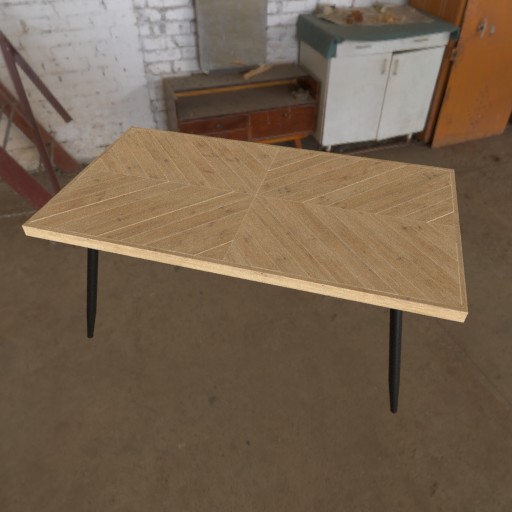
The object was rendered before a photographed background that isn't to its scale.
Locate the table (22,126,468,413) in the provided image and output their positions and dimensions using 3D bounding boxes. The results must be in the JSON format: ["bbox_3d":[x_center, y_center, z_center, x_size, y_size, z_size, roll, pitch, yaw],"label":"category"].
[{"bbox_3d":[0.000,0.000,2.324,1.803,0.762,0.991,11,43,12],"label":"table"}]
